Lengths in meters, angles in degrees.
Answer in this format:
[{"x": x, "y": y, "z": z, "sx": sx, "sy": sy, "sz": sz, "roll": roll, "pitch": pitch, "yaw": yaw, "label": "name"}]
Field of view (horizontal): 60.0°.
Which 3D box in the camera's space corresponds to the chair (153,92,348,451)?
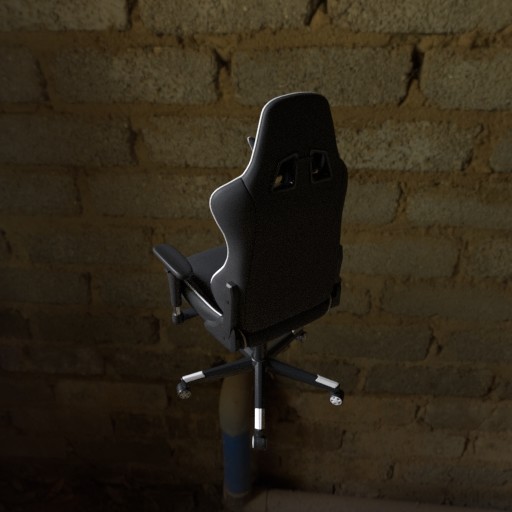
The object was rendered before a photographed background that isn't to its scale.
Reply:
[{"x": 0.000, "y": 0.000, "z": 1.683, "sx": 0.700, "sy": 1.240, "sz": 0.700, "roll": -19, "pitch": 35, "yaw": -29, "label": "chair"}]
